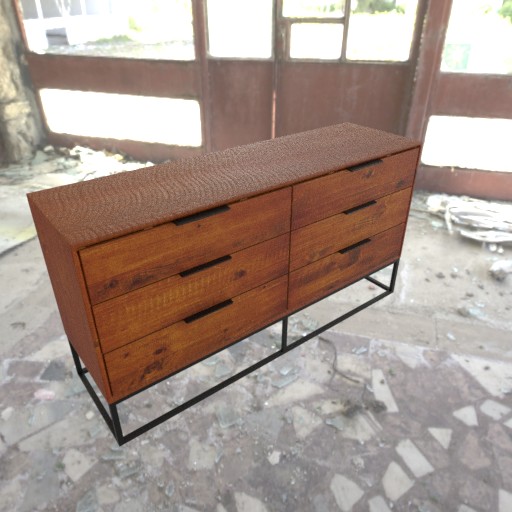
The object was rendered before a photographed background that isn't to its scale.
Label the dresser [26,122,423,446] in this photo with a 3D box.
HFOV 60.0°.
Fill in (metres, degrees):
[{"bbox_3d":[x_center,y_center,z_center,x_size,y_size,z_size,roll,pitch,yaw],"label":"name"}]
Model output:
[{"bbox_3d":[0.000,0.000,1.895,1.536,0.810,0.464,-21,37,-32],"label":"dresser"}]
